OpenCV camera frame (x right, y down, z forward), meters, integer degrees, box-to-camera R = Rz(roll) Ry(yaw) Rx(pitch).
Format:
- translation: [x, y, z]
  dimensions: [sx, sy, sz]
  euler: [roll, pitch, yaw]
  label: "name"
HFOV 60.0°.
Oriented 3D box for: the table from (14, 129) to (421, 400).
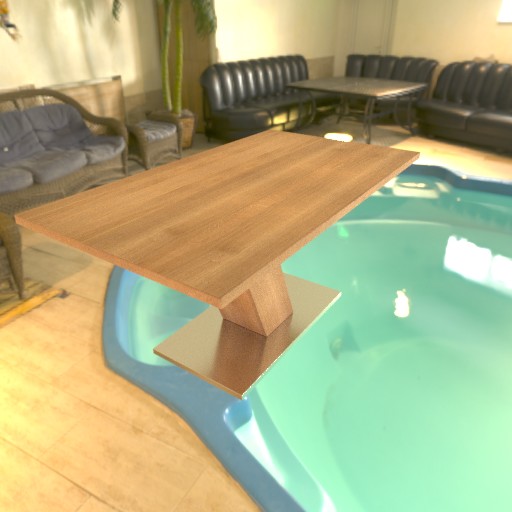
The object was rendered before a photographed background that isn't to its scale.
- translation: [0.000, 0.000, 2.042]
  dimensions: [0.900, 0.750, 1.600]
  euler: [18, 33, 30]
  label: "table"
